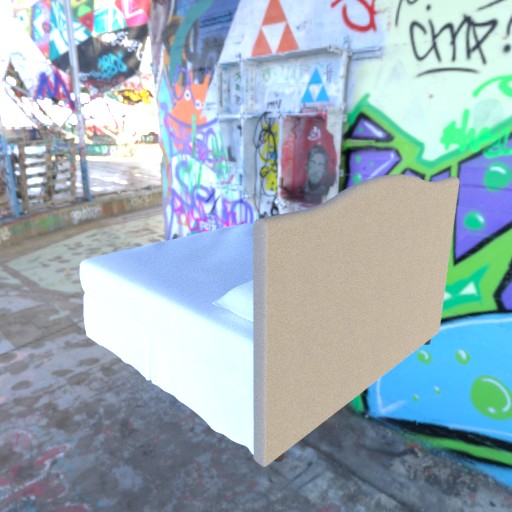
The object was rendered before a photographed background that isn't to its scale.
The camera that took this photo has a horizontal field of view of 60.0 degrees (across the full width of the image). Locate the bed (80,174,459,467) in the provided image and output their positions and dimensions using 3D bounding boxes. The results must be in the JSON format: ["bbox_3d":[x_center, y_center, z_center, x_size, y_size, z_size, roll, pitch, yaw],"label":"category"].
[{"bbox_3d":[0.000,0.000,3.456,2.182,1.421,2.083,16,23,42],"label":"bed"}]
